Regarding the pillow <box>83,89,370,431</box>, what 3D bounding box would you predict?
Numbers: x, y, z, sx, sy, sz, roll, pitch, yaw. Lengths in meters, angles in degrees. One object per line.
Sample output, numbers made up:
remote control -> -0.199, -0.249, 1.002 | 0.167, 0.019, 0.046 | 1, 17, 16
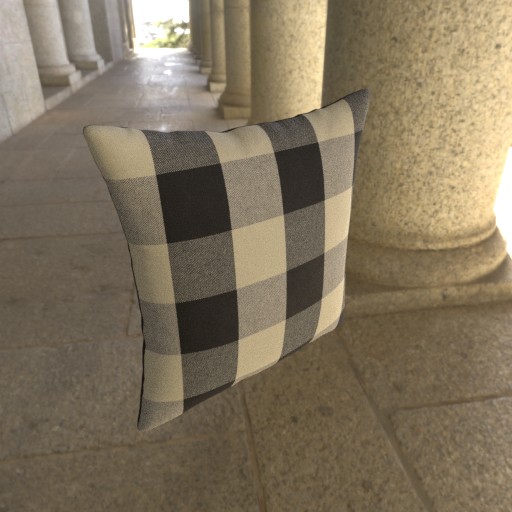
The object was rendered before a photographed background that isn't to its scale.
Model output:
pillow -> 0.000, 0.000, 0.771 | 0.511, 0.509, 0.161 | -20, 34, -33
